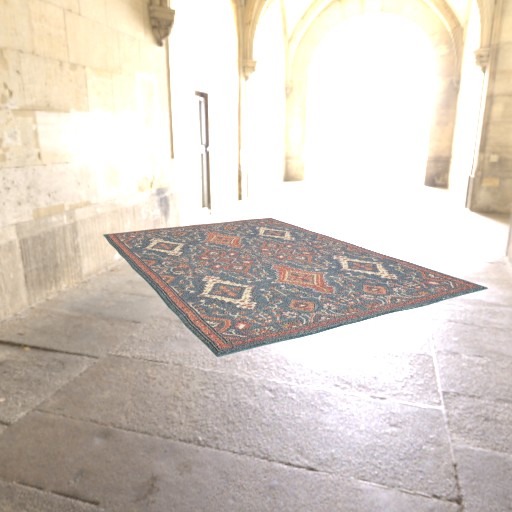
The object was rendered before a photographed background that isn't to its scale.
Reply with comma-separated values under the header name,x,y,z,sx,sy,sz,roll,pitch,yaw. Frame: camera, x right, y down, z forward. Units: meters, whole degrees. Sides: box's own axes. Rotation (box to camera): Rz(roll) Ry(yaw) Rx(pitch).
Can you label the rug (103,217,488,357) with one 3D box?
name,x,y,z,sx,sy,sz,roll,pitch,yaw
rug,0.000,0.000,3.035,1.622,0.009,2.373,-8,18,-27
